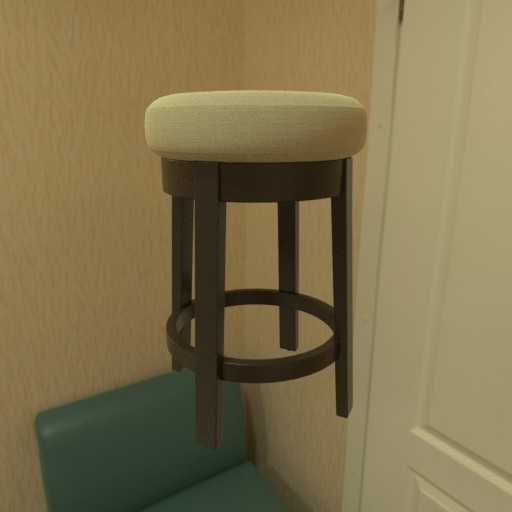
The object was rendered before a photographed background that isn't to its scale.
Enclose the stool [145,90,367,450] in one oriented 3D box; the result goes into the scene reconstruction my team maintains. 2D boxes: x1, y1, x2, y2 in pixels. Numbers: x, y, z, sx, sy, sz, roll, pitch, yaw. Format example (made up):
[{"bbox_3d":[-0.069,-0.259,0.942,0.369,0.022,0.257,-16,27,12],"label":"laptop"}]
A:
[{"bbox_3d":[0.000,0.000,0.954,0.449,0.655,0.449,0,16,0],"label":"stool"}]
